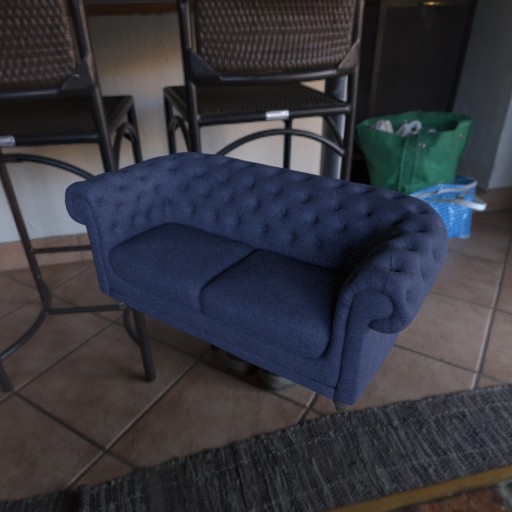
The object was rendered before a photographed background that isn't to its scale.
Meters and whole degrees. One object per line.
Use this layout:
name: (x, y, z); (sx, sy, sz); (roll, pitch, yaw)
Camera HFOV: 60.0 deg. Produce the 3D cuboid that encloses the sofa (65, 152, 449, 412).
sofa: (0.000, 0.000, 2.561); (1.988, 0.833, 1.082); (18, 34, 29)
